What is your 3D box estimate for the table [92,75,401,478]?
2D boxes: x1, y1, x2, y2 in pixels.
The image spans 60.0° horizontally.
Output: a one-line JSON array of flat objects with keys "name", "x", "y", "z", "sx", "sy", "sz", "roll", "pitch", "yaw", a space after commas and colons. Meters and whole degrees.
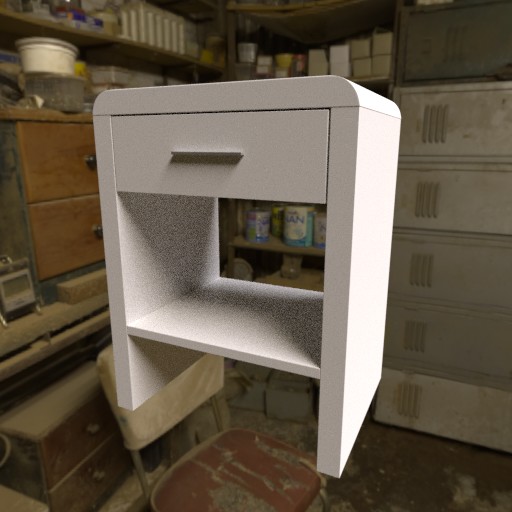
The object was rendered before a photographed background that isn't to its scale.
[{"name": "table", "x": 0.000, "y": 0.000, "z": 0.857, "sx": 0.450, "sy": 0.590, "sz": 0.350, "roll": 7, "pitch": 16, "yaw": 25}]
